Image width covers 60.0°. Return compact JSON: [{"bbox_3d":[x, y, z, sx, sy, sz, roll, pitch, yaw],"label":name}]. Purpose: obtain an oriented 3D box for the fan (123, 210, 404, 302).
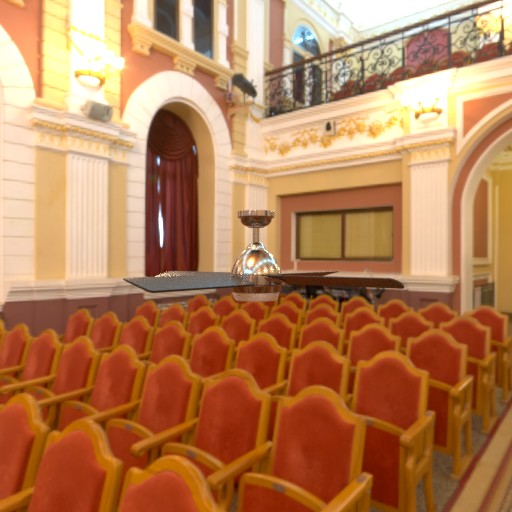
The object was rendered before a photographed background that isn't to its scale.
[{"bbox_3d":[0.000,0.000,2.023,1.332,0.403,1.332,0,-1,38],"label":"fan"}]
